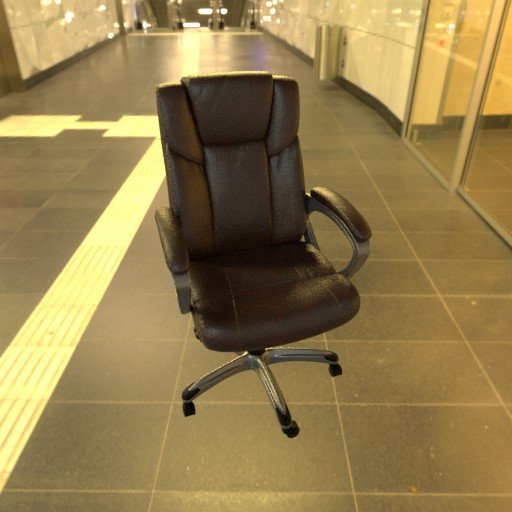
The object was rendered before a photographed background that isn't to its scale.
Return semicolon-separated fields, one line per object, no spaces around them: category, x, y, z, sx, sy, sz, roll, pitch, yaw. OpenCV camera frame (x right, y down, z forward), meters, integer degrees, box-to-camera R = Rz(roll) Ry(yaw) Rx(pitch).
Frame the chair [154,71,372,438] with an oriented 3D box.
chair;0.000;0.000;1.557;0.656;1.128;0.692;-10;32;-16
